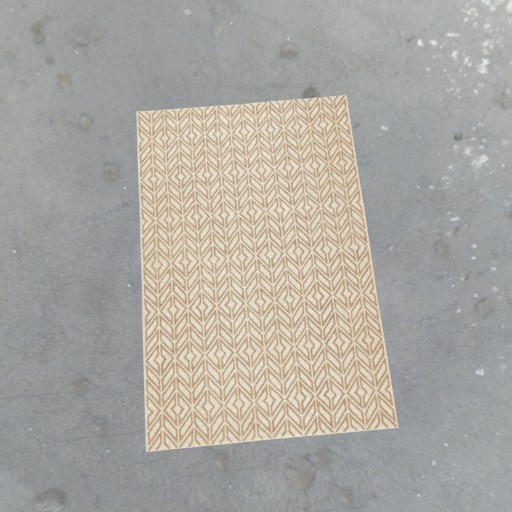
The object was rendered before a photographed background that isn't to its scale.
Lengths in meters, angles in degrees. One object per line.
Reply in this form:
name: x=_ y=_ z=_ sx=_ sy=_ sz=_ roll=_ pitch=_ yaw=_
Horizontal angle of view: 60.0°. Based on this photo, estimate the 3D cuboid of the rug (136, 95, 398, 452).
rug: x=0.000 y=0.000 z=2.350 sx=1.220 sy=0.007 sz=1.828 roll=-5 pitch=76 yaw=-1
